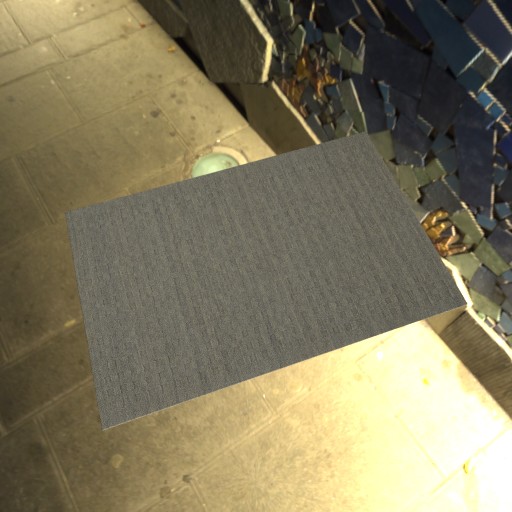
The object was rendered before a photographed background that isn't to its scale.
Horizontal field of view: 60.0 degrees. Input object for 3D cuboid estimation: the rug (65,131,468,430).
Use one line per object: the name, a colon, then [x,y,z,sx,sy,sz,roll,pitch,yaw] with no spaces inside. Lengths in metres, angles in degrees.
rug: [0.000,0.000,2.236,1.752,0.006,1.142,-17,64,-8]
